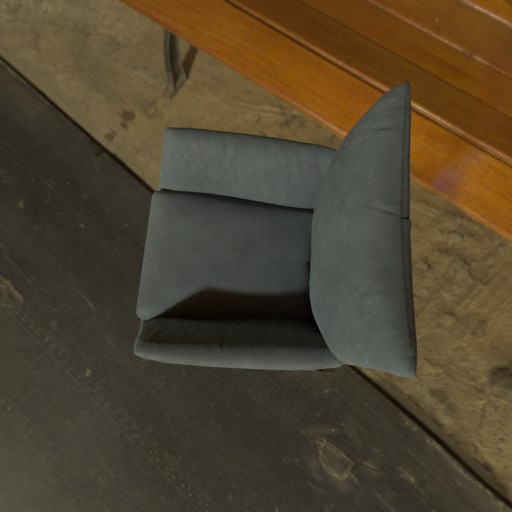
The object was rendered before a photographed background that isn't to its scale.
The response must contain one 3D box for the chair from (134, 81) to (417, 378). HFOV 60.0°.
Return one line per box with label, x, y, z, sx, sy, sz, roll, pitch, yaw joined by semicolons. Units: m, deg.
chair;0.000;0.000;1.360;0.709;0.858;0.678;4;75;1
